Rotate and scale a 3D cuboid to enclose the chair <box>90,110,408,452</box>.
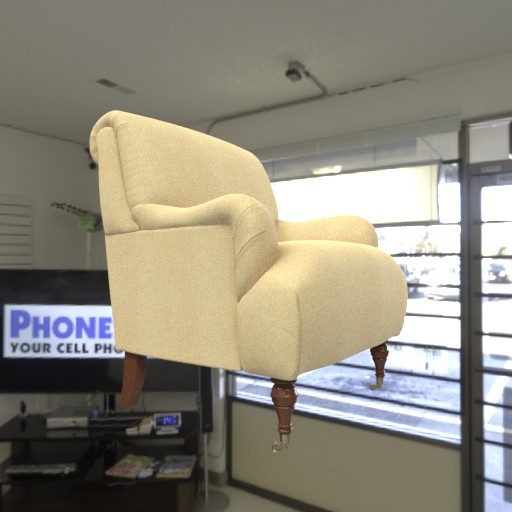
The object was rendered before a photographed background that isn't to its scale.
[{"bbox_3d":[0.000,0.000,1.486,0.842,0.944,0.766,0,0,36],"label":"chair"}]
